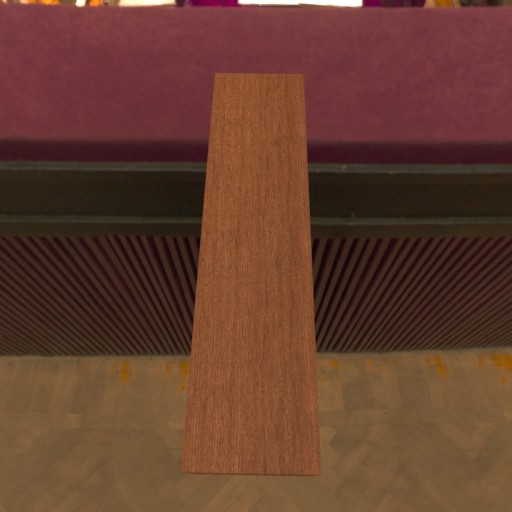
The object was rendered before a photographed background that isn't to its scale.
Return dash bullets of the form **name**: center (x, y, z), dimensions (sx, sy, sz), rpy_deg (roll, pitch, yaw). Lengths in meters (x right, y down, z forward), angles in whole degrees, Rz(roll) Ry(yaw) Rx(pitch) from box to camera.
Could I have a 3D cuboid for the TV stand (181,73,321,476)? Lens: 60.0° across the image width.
- **TV stand**: center (0.000, 0.000, 1.673), dimensions (0.366, 0.409, 1.482), rpy_deg (1, 63, 0)
